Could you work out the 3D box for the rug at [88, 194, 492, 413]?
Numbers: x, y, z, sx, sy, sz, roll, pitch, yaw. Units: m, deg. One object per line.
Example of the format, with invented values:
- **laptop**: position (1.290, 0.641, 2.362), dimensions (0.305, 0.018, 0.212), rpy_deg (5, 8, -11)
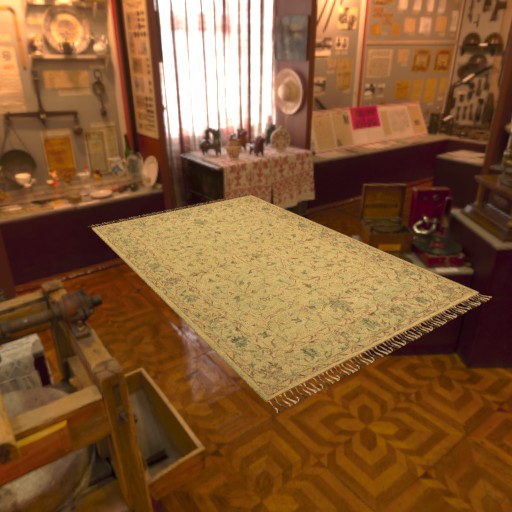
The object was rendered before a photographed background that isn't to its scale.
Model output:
- **rug**: position (0.000, 0.000, 2.984), dimensions (1.544, 0.010, 2.435), rpy_deg (-16, 29, -31)
